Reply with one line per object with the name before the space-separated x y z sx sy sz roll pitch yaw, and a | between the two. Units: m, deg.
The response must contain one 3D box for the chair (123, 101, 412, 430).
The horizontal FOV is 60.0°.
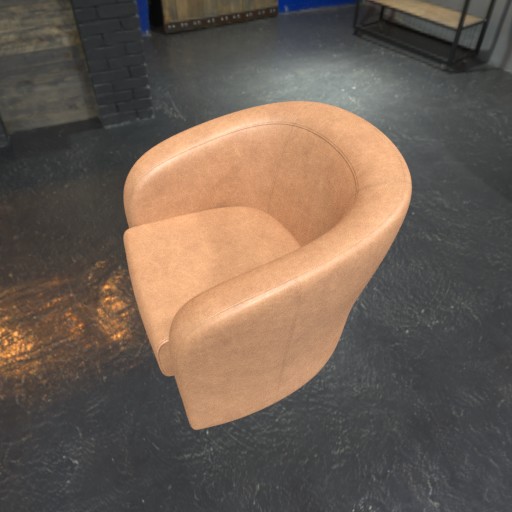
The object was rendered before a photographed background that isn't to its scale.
chair | 0.000 0.000 1.473 0.815 0.771 0.791 -16 47 -16
